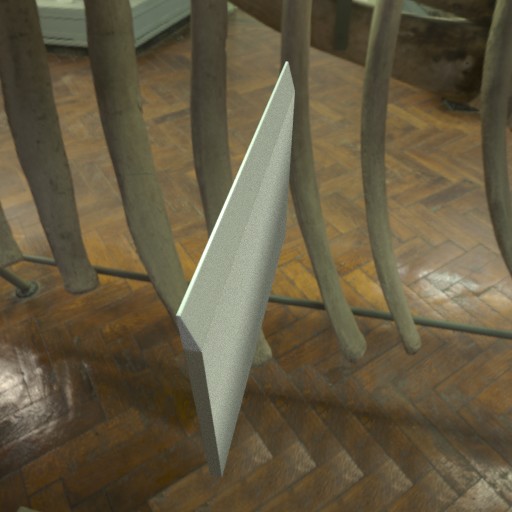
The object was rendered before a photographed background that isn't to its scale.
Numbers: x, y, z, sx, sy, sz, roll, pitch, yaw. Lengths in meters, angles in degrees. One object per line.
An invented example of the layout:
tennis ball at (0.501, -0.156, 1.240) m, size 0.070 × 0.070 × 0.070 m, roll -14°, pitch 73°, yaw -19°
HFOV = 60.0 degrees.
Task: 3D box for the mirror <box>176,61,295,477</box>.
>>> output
mirror at (0.000, 0.000, 1.125) m, size 0.030 × 0.630 × 0.870 m, roll 9°, pitch 46°, yaw 9°
